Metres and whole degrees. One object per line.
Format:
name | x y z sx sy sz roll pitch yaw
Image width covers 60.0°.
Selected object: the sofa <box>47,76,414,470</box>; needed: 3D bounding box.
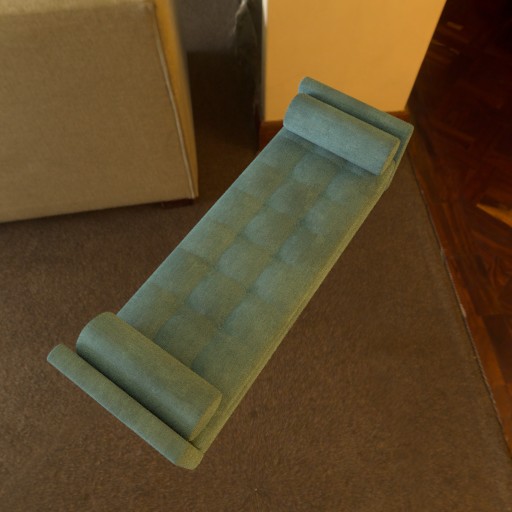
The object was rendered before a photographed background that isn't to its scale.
sofa | 0.000 0.000 2.317 0.686 0.635 1.981 32 67 15
